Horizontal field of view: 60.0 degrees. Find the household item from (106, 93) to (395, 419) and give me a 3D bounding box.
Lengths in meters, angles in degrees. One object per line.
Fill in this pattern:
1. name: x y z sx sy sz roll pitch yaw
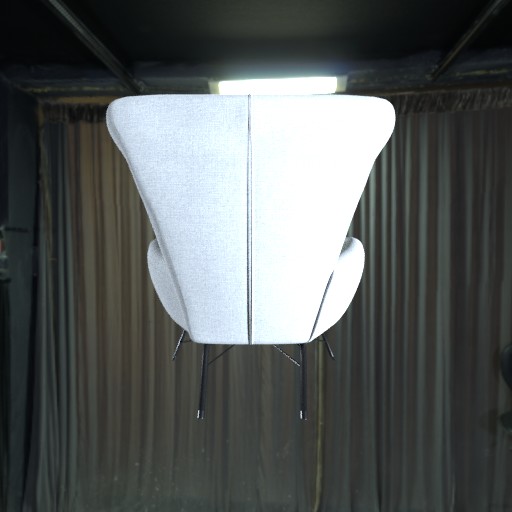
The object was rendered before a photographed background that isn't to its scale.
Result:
1. household item: 0.000 0.000 1.748 0.980 1.050 0.900 0 1 0
